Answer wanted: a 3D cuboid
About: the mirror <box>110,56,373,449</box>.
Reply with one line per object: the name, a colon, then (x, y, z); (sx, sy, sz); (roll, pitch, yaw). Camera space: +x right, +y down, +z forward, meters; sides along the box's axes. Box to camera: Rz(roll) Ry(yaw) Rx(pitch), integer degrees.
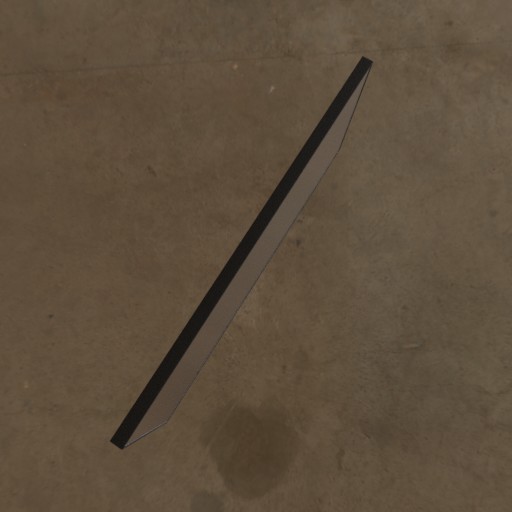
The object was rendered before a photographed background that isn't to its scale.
mirror: (0.000, 0.000, 1.823); (0.047, 0.692, 1.584); (31, 78, 7)
